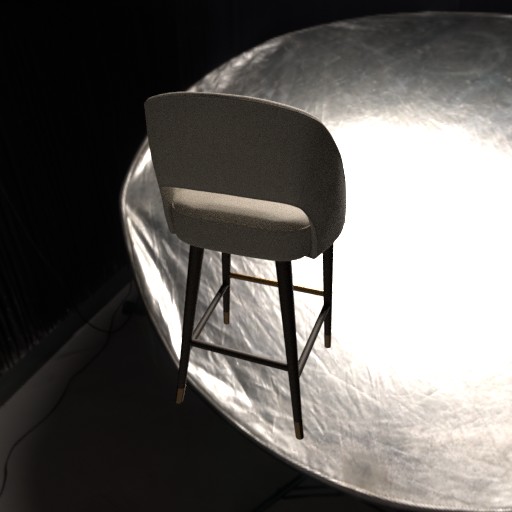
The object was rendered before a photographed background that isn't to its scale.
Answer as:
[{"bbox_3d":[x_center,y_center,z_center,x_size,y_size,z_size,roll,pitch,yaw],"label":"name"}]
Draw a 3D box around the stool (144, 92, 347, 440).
[{"bbox_3d":[0.000,0.000,1.336,0.494,1.037,0.509,11,34,16],"label":"stool"}]
